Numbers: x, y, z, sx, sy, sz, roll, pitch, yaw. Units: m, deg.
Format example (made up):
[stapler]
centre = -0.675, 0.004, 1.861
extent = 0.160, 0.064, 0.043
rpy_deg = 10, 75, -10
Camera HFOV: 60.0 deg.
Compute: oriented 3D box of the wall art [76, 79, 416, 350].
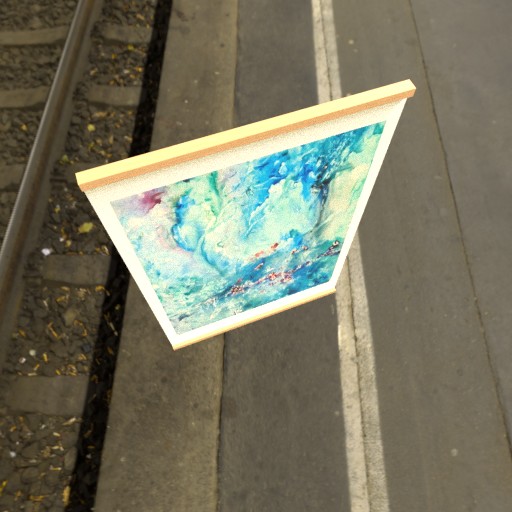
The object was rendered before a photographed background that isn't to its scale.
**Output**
[wall art]
centre = 0.000, 0.000, 1.280
extent = 0.669, 1.020, 0.027
rpy_deg = -19, 64, -10
